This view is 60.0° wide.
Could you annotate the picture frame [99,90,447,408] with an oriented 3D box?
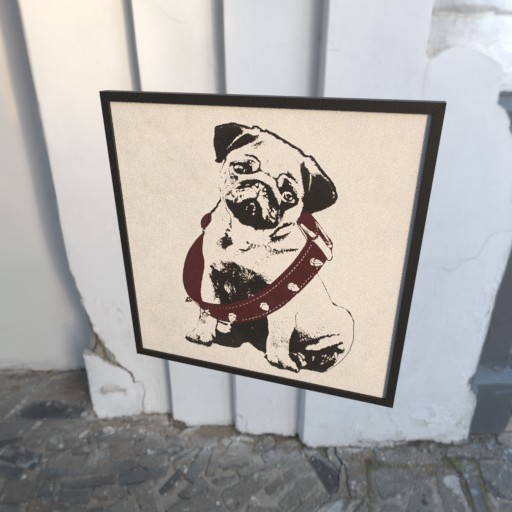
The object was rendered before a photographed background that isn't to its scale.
[{"bbox_3d":[0.000,0.000,1.133,0.775,0.775,0.032,8,27,16],"label":"picture frame"}]
